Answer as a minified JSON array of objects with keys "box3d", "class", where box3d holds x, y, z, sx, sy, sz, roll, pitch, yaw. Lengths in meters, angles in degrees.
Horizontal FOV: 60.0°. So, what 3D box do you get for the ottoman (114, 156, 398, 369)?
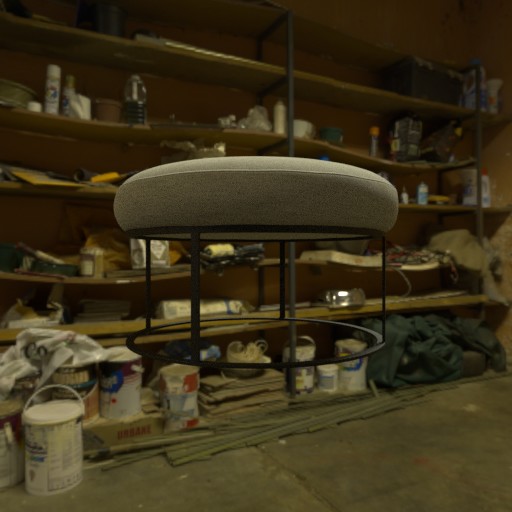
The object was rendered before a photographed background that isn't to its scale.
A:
[{"box3d":[0.000,0.000,1.256,0.769,0.459,0.769,0,0,0],"class":"ottoman"}]
